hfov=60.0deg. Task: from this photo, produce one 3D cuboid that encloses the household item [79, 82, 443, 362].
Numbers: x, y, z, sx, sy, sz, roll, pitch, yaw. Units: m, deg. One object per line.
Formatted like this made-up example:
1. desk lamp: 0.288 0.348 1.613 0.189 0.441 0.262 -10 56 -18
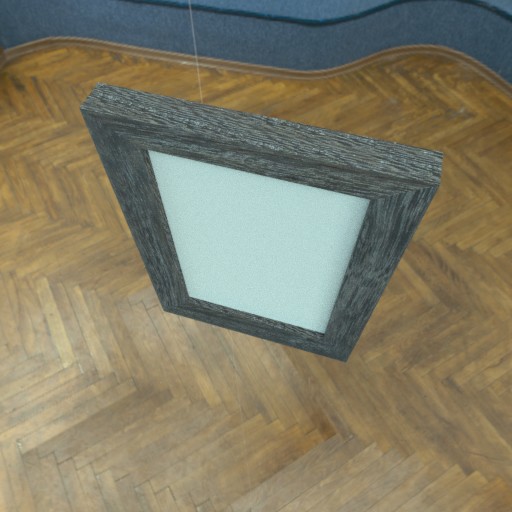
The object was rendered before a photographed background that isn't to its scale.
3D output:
1. household item: 0.000 0.000 0.238 0.133 0.180 0.020 14 59 9
